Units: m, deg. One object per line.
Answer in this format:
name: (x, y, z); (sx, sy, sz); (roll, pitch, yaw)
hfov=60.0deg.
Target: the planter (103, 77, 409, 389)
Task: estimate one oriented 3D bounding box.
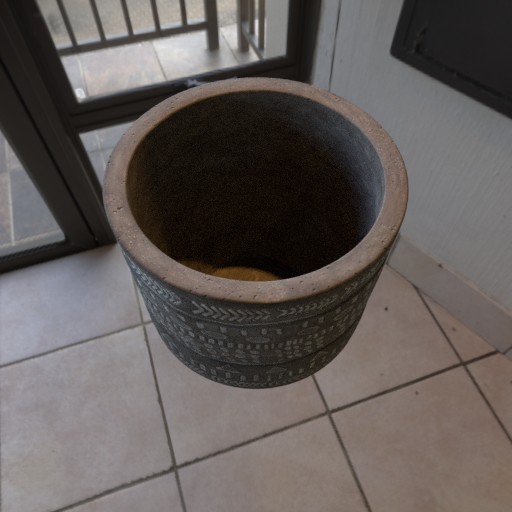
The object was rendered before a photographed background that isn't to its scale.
planter: (0.000, 0.000, 0.269); (0.142, 0.149, 0.142); (0, 57, 0)
